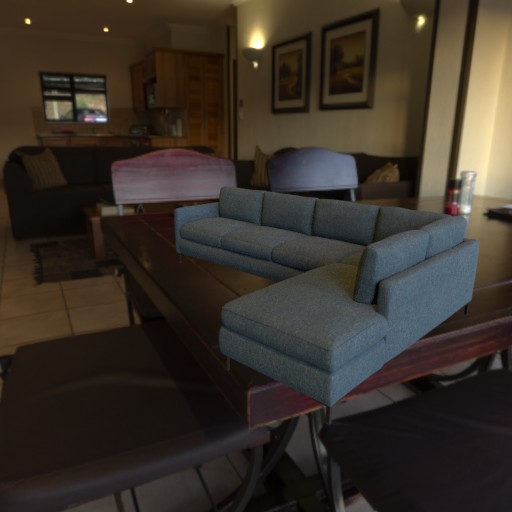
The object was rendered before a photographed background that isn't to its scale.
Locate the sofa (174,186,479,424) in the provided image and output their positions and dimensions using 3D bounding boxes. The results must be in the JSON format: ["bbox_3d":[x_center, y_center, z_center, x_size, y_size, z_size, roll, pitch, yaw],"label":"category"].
[{"bbox_3d":[0.000,0.000,3.743,2.949,0.815,2.007,15,21,42],"label":"sofa"}]
